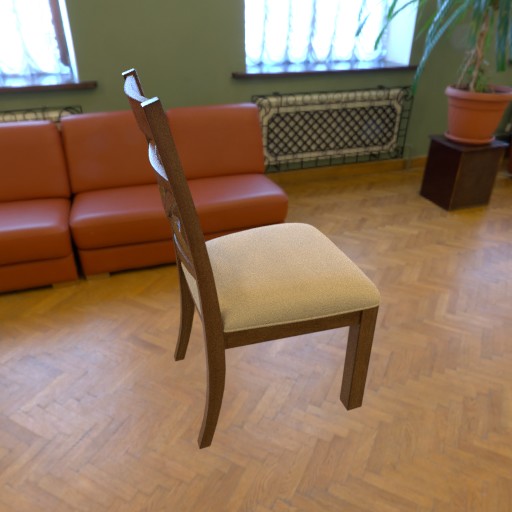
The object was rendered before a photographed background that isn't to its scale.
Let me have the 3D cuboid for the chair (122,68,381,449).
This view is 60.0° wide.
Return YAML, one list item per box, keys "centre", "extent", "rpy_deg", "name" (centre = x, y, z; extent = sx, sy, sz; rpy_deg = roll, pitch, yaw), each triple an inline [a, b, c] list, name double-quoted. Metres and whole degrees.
- centre: [0.000, 0.000, 1.242]
  extent: [0.581, 0.949, 0.461]
  rpy_deg: [-10, 32, -17]
  name: "chair"
